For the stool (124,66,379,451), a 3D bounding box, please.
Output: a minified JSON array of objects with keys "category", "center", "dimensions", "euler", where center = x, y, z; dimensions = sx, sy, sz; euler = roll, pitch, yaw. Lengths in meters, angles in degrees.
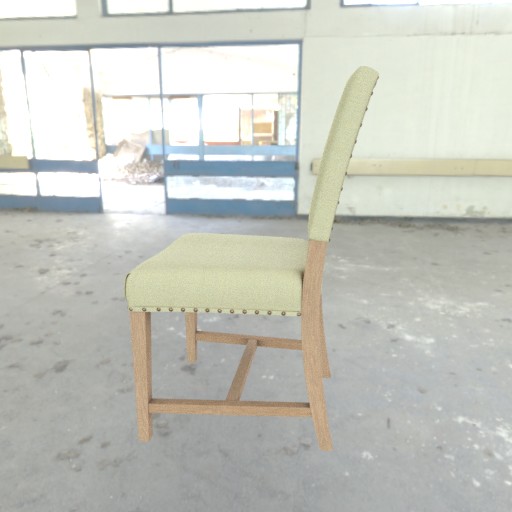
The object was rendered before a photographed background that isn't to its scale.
[{"category":"stool","center":[0.000,0.000,1.330],"dimensions":[0.623,0.986,0.508],"euler":[2,15,8]}]
